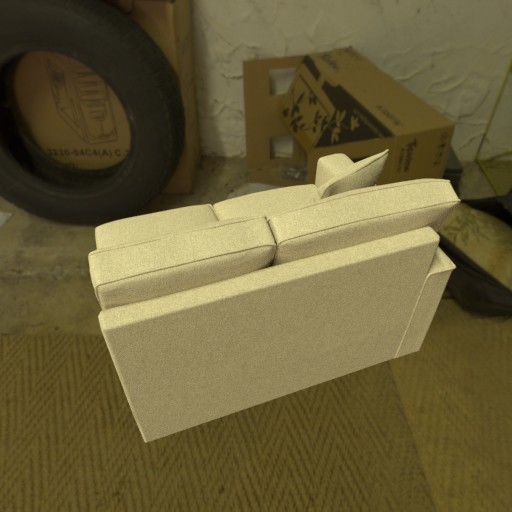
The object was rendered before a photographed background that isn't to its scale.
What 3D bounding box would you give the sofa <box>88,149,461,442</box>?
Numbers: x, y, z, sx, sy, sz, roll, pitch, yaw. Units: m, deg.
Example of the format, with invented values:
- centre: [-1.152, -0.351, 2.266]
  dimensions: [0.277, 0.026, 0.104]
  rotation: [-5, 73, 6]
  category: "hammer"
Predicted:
- centre: [0.000, 0.000, 2.047]
  dimensions: [1.388, 0.989, 0.991]
  rotation: [-14, 44, -15]
  category: "sofa"
